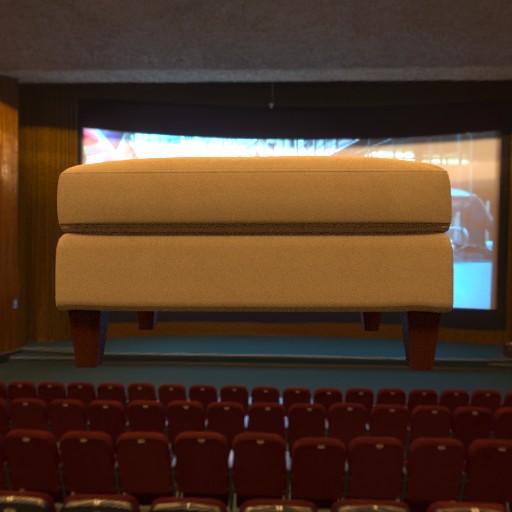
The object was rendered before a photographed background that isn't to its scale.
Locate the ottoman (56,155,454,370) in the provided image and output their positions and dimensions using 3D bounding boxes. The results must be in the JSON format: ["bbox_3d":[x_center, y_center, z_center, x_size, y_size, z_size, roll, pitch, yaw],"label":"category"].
[{"bbox_3d":[0.000,0.000,1.208,0.864,0.483,0.584,0,1,2],"label":"ottoman"}]
